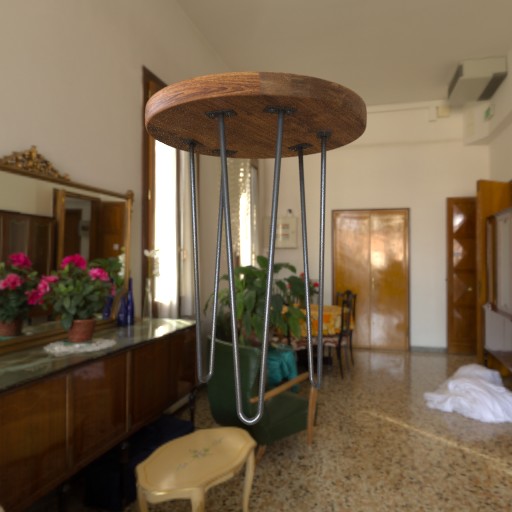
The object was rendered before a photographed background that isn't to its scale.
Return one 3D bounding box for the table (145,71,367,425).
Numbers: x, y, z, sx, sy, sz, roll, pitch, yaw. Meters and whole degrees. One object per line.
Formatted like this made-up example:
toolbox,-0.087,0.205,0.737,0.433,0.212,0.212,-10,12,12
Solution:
table,0.000,0.000,0.822,0.400,0.520,0.400,0,0,0
